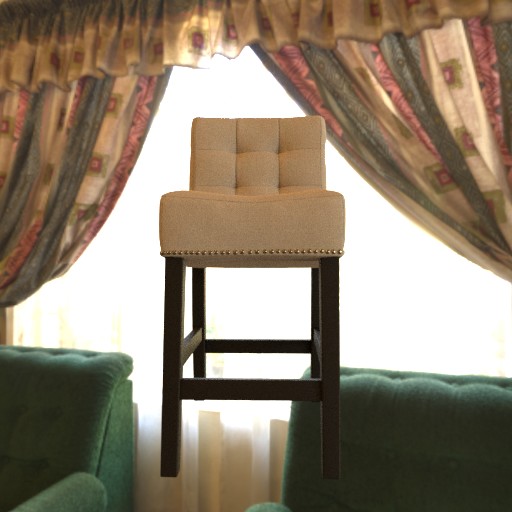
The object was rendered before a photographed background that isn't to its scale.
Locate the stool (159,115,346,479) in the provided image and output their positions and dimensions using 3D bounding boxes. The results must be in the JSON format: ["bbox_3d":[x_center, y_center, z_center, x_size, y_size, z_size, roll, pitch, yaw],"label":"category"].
[{"bbox_3d":[0.000,0.000,1.160,0.427,0.885,0.571,0,0,2],"label":"stool"}]
